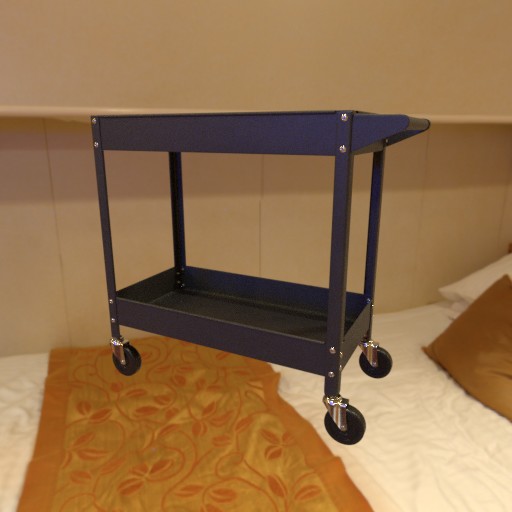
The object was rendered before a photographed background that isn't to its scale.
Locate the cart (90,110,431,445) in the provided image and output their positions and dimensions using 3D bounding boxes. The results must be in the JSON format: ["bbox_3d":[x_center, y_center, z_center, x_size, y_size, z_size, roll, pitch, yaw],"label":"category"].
[{"bbox_3d":[0.000,0.000,1.186,0.779,0.719,0.366,8,18,26],"label":"cart"}]
